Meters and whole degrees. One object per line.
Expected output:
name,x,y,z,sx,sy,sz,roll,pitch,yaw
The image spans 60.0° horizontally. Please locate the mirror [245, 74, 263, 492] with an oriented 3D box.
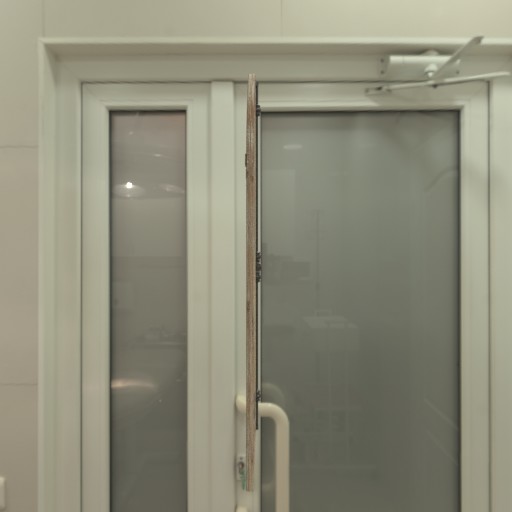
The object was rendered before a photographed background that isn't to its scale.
mirror,0.000,0.000,1.165,0.032,0.915,0.609,0,0,1
